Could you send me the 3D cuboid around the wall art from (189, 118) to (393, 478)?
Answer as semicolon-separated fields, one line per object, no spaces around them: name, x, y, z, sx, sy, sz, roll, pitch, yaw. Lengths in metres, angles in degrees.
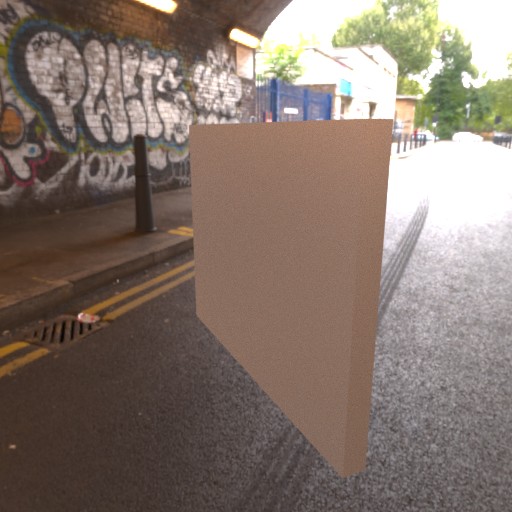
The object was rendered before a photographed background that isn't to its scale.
wall art;0.000;0.000;1.395;0.066;0.801;1.056;-8;17;-25
